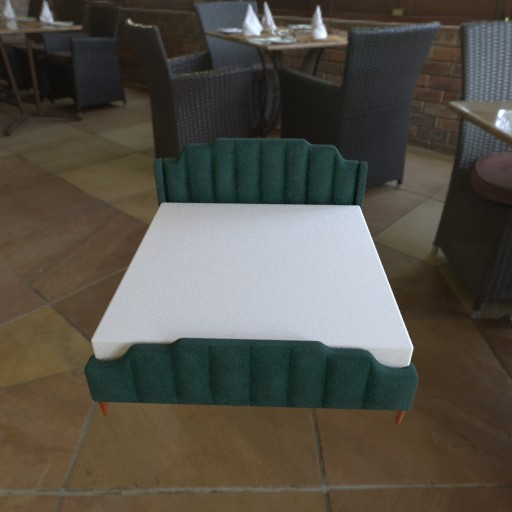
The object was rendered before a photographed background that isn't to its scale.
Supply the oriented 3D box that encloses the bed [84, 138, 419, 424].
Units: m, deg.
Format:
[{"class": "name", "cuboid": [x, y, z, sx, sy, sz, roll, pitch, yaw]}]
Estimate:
[{"class": "bed", "cuboid": [0.000, 0.000, 3.600, 2.074, 1.245, 2.340, 1, 32, 2]}]
